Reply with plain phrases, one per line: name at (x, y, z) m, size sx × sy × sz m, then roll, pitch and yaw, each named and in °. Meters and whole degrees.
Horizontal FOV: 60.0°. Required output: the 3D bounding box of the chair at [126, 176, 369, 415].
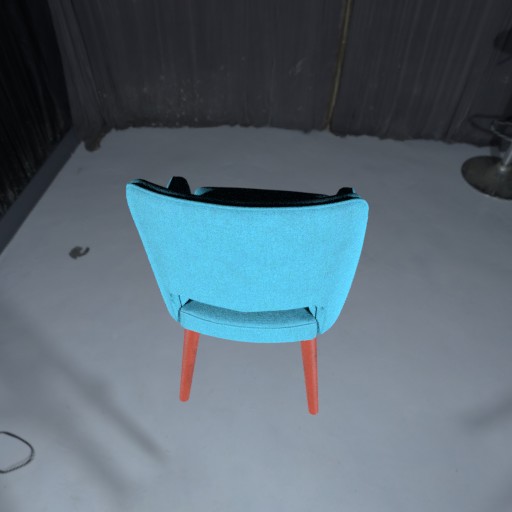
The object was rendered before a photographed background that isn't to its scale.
chair at (0.000, 0.000, 1.238) m, size 0.548 × 0.849 × 0.605 m, roll 4°, pitch 47°, yaw 4°
